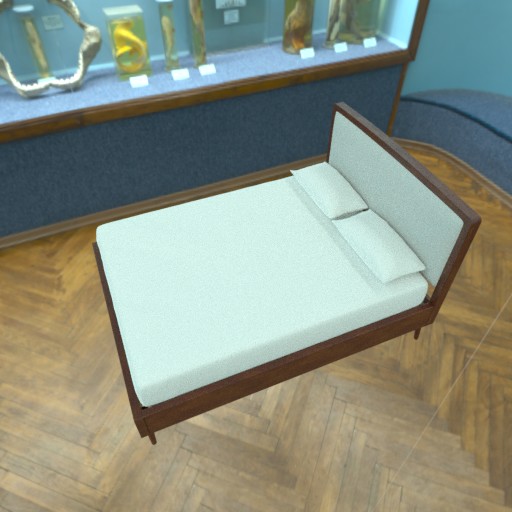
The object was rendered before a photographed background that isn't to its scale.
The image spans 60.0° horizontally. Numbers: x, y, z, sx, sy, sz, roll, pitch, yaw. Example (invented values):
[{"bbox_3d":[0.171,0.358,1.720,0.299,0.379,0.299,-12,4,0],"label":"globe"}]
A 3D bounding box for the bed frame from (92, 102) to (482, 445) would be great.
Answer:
[{"bbox_3d":[0.000,0.000,3.203,2.171,1.279,1.587,-17,48,-16],"label":"bed frame"}]
